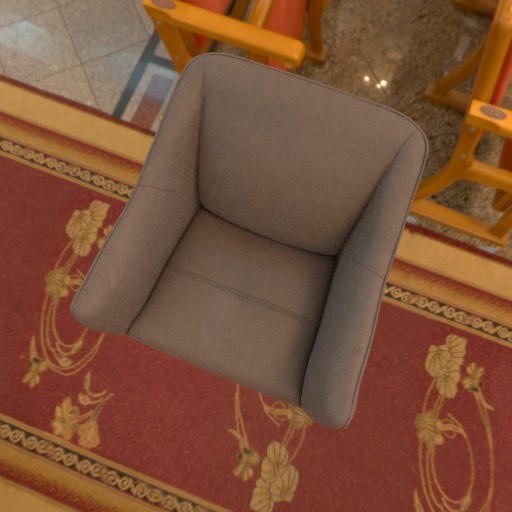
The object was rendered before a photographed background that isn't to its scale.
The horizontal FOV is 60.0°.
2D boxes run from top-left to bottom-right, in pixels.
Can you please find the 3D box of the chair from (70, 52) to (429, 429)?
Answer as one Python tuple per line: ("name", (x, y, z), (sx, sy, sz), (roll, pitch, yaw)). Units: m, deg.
("chair", (0.000, 0.000, 1.513), (0.871, 0.830, 0.852), (21, 76, 5))
